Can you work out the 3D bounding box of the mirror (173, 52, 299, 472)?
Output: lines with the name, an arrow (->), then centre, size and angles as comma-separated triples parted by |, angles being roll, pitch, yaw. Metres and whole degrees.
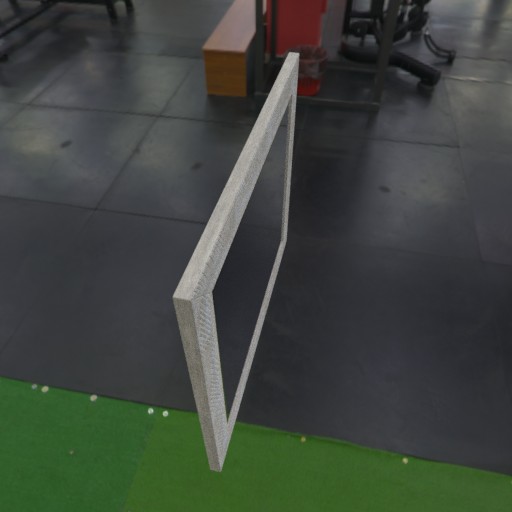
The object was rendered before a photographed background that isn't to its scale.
mirror -> 0.000, 0.000, 1.126 | 0.028, 0.689, 0.839 | 10, 47, 10
